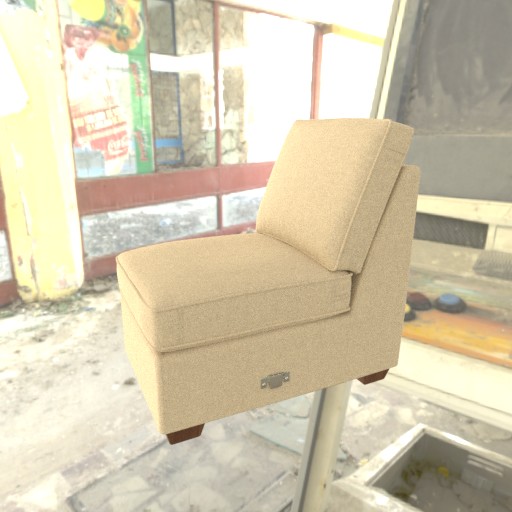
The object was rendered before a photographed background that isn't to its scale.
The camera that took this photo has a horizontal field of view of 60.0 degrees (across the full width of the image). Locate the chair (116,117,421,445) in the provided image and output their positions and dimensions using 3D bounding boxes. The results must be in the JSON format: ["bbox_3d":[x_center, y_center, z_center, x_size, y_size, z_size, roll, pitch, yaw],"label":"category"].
[{"bbox_3d":[0.000,0.000,1.625,0.938,0.970,0.621,-8,19,-25],"label":"chair"}]
